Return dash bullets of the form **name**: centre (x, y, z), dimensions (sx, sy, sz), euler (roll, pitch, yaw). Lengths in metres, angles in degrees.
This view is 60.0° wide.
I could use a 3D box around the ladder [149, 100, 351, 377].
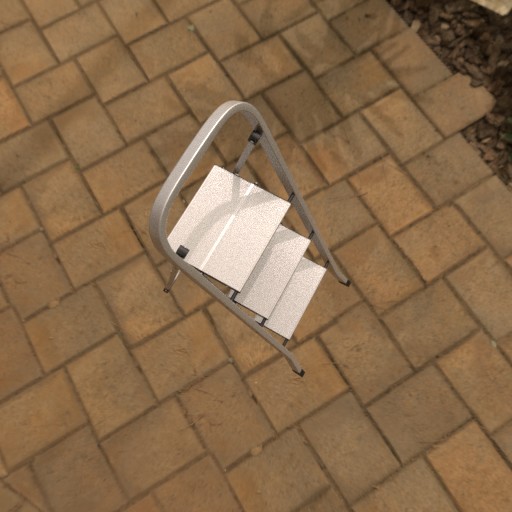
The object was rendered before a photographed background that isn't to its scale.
- **ladder**: centre (0.000, 0.000, 1.436), dimensions (0.704, 1.070, 0.465), euler (28, 76, 8)
